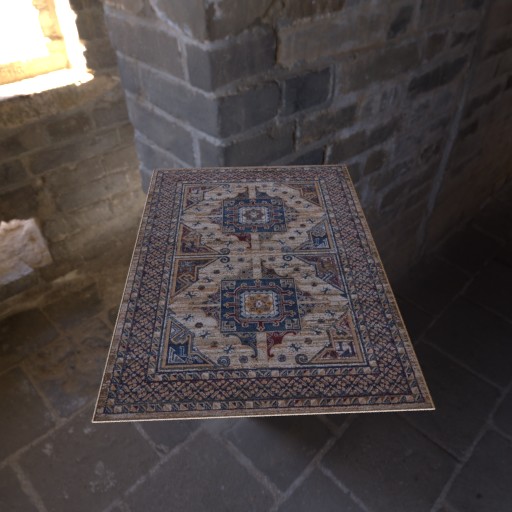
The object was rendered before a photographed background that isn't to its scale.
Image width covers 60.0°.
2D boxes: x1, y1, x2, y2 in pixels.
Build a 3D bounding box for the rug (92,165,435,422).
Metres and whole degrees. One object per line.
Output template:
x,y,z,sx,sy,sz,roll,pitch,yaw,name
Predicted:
0.000,0.000,2.897,1.611,0.008,2.227,-2,42,-2,rug
